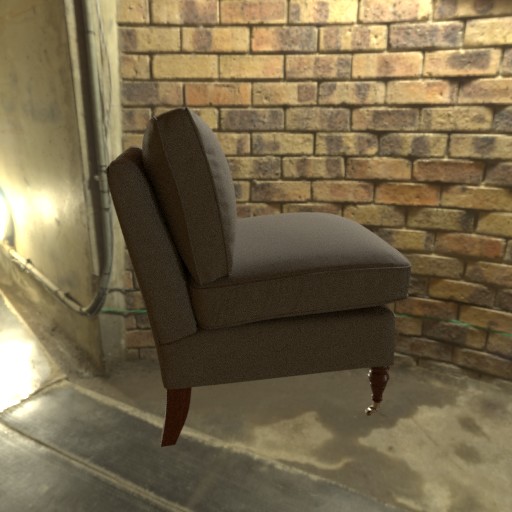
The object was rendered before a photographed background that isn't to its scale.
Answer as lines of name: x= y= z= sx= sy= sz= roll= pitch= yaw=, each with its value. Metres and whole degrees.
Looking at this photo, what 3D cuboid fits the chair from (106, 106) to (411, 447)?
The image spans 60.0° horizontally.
chair: x=0.000 y=0.000 z=1.652 sx=0.924 sy=1.045 sz=0.724 roll=-3 pitch=18 yaw=-10
